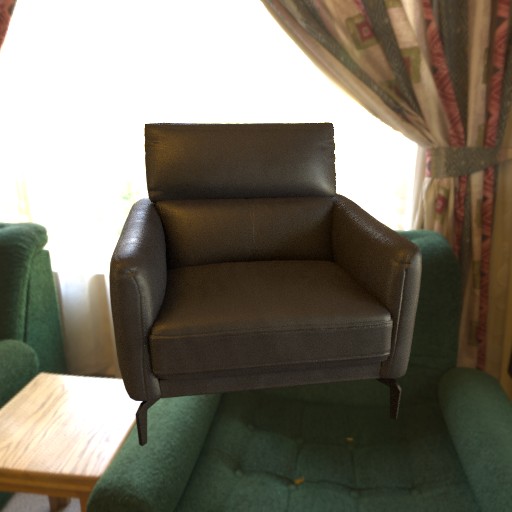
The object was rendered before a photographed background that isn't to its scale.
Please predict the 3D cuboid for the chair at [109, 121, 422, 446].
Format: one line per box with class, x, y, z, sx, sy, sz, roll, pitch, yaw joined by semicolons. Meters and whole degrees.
chair;0.000;0.000;1.637;0.976;0.949;0.809;-3;17;-8
